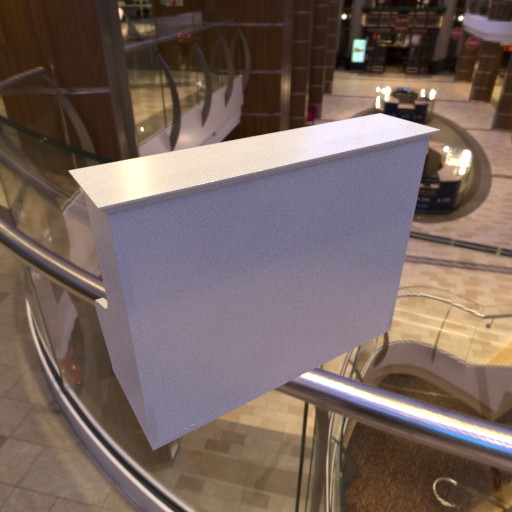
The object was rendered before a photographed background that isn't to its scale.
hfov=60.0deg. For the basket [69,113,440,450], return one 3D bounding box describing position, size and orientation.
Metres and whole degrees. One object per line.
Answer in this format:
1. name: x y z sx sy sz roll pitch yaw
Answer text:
1. basket: 0.000 0.000 1.117 0.780 0.600 0.350 -18 36 -28
